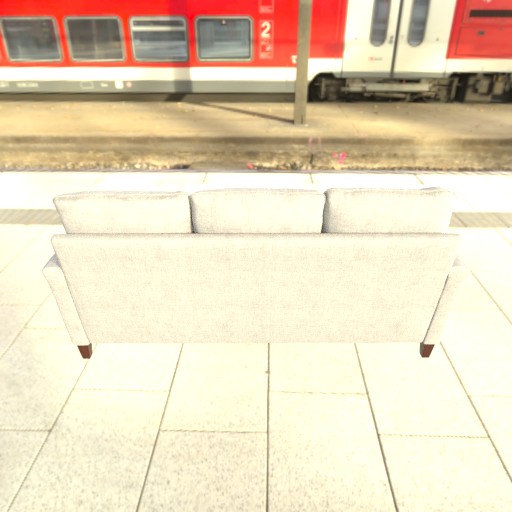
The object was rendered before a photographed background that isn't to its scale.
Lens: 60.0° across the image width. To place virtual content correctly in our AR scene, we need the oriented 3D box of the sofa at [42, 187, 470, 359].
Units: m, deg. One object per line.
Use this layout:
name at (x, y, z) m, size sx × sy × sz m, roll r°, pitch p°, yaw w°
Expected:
sofa at (0.000, 0.000, 2.371) m, size 1.925 × 0.959 × 0.828 m, roll 0°, pitch 29°, yaw 0°
